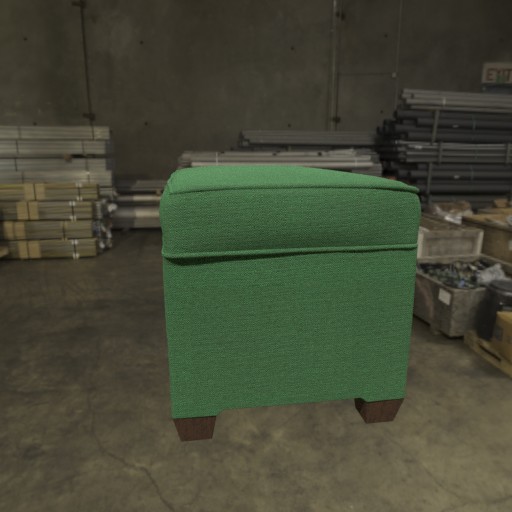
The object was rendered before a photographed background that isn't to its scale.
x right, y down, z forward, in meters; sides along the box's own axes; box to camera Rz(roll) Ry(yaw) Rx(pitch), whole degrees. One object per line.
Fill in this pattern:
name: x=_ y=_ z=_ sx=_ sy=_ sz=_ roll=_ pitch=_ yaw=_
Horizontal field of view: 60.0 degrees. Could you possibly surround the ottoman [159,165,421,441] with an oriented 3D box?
ottoman: x=0.000 y=0.000 z=1.205 sx=0.483 sy=0.471 sz=0.957 roll=-2 pitch=13 yaw=-9
